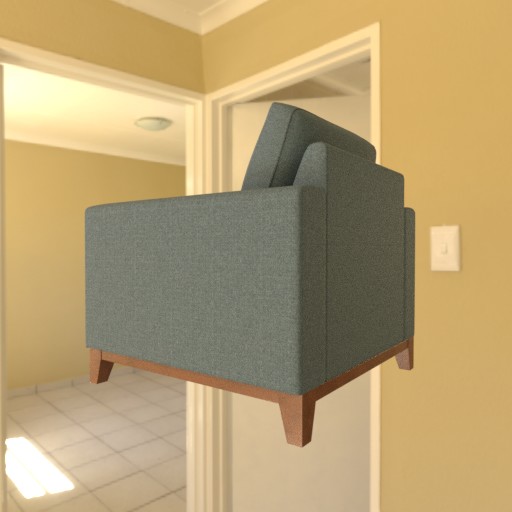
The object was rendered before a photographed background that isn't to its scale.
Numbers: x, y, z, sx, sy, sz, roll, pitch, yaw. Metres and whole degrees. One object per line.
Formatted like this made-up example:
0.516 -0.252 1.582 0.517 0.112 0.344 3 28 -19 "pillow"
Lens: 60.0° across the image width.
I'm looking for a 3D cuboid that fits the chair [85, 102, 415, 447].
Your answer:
0.000 0.000 1.890 1.038 1.010 1.024 1 1 36 "chair"
